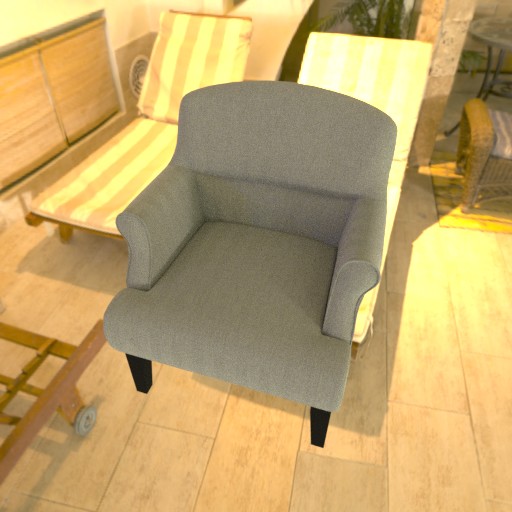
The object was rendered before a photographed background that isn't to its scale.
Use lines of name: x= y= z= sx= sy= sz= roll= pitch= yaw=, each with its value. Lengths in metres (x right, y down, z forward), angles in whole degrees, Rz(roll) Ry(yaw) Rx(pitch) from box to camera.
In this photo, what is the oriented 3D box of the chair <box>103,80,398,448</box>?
chair: x=0.000 y=0.000 z=1.439 sx=0.772 sy=0.880 sz=0.755 roll=12 pitch=42 yaw=14
